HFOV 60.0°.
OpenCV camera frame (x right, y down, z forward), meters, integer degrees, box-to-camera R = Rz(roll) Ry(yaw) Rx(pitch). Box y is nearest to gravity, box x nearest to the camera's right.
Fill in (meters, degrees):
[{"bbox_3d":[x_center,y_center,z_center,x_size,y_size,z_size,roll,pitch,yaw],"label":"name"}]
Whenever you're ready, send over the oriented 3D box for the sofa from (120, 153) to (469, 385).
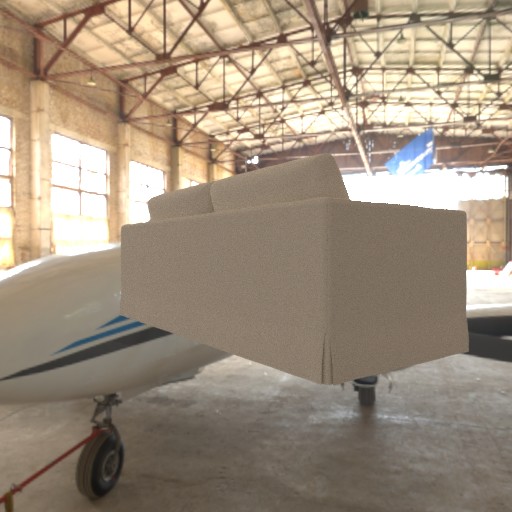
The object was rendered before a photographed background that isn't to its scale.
[{"bbox_3d":[0.000,0.000,2.680,0.954,0.881,2.163,0,1,-36],"label":"sofa"}]
